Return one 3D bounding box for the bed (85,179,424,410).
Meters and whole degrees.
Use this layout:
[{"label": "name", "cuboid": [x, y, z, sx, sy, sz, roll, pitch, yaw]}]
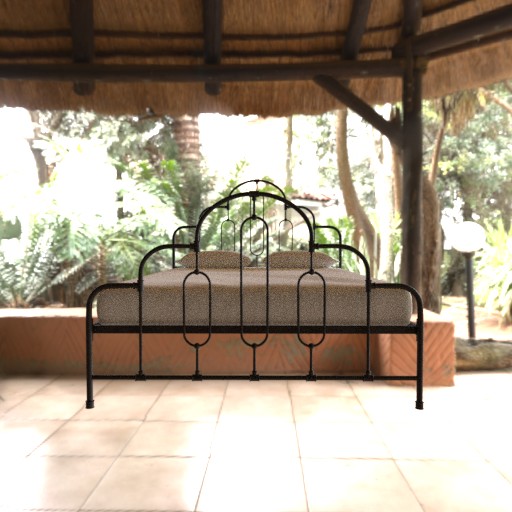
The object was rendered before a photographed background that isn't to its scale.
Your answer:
[{"label": "bed", "cuboid": [0.000, 0.000, 3.193, 1.640, 1.429, 2.163, 0, 1, 0]}]
